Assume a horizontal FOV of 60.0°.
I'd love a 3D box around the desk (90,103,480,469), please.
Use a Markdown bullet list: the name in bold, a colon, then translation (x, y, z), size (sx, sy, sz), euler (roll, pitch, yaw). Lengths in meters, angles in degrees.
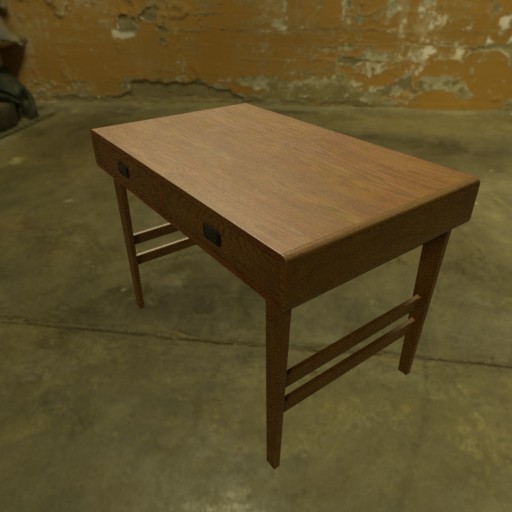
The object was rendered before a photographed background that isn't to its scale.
- **desk**: translation (0.000, 0.000, 1.540), size (0.660, 0.754, 1.066), euler (-21, 38, -31)
